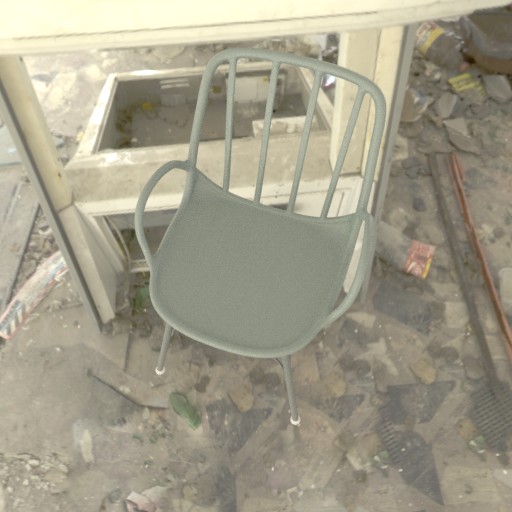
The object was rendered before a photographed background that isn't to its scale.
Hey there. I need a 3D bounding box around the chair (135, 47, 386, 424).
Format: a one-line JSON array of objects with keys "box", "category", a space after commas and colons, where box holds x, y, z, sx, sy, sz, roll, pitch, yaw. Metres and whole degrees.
[{"box": [0.000, 0.000, 1.191, 0.549, 0.816, 0.597, 17, 61, 10], "category": "chair"}]
